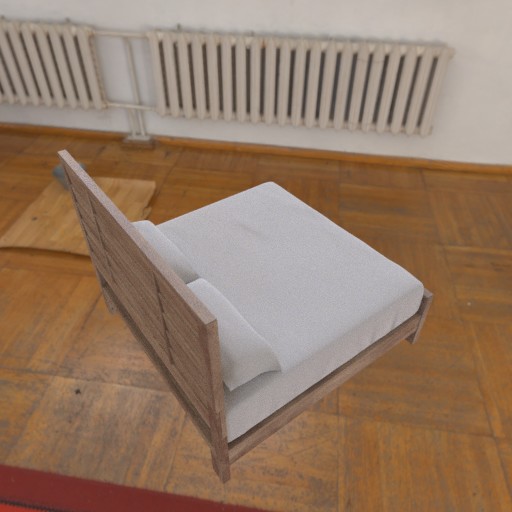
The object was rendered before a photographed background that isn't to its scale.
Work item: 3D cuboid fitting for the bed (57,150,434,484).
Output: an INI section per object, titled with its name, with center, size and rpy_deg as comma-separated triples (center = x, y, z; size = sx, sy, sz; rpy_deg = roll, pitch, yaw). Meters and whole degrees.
[bed]
center = 0.000, 0.000, 3.557
size = 2.062, 1.626, 2.032
rpy_deg = -26, 47, -27
